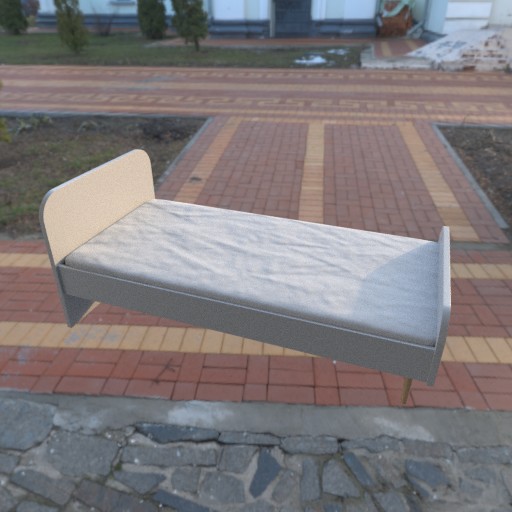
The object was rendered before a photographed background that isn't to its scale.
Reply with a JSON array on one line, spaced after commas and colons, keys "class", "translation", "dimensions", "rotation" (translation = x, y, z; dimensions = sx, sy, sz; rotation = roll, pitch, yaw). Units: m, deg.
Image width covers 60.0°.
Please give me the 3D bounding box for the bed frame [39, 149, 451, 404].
[{"class": "bed frame", "translation": [0.000, 0.000, 2.483], "dimensions": [1.963, 0.805, 0.998], "rotation": [10, 32, 17]}]
